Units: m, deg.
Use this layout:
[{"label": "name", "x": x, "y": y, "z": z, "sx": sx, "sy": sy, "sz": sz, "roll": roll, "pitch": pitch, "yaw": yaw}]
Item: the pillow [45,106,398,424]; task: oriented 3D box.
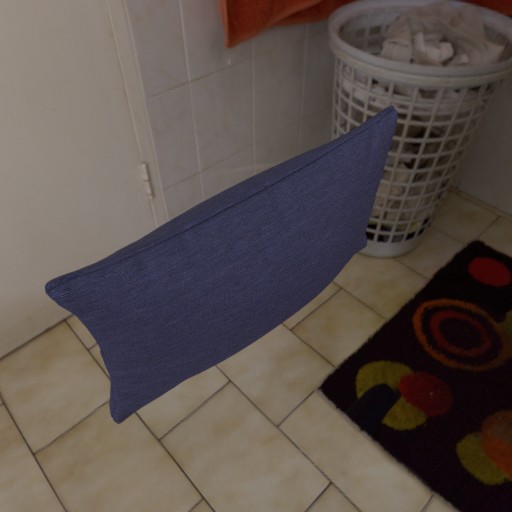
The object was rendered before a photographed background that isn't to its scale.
[{"label": "pillow", "x": 0.000, "y": 0.000, "z": 0.752, "sx": 0.633, "sy": 0.338, "sz": 0.210, "roll": -32, "pitch": 54, "yaw": -27}]
